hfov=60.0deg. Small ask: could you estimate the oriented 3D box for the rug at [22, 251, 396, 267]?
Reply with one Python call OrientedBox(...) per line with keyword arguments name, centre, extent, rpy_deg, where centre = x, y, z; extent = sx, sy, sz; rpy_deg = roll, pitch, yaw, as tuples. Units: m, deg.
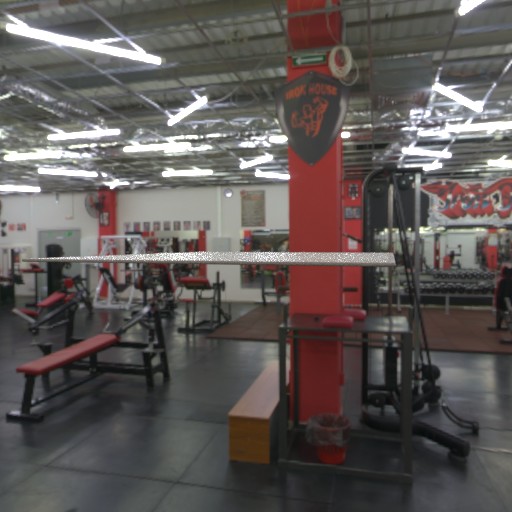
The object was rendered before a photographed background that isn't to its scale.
OrientedBox(name="rug", centre=(0.000, 0.000, 4.092), extent=(2.434, 0.032, 3.007), rpy_deg=(0, 2, 17))
